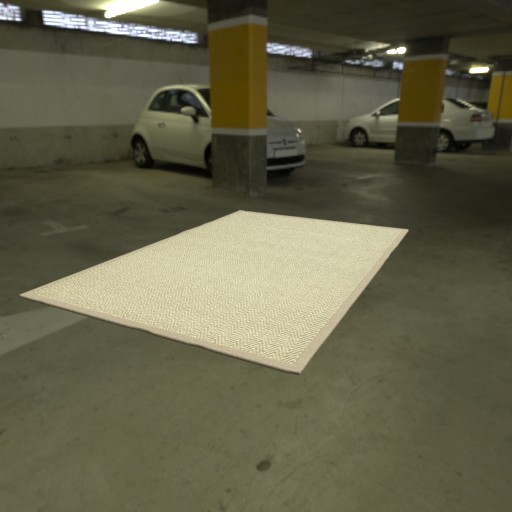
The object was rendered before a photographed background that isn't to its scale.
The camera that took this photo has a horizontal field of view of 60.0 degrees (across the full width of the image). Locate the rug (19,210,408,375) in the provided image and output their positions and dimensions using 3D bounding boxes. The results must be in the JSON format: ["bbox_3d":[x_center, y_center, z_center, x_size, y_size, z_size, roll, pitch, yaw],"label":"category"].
[{"bbox_3d":[0.000,0.000,2.882,1.540,0.021,2.290,9,20,26],"label":"rug"}]
